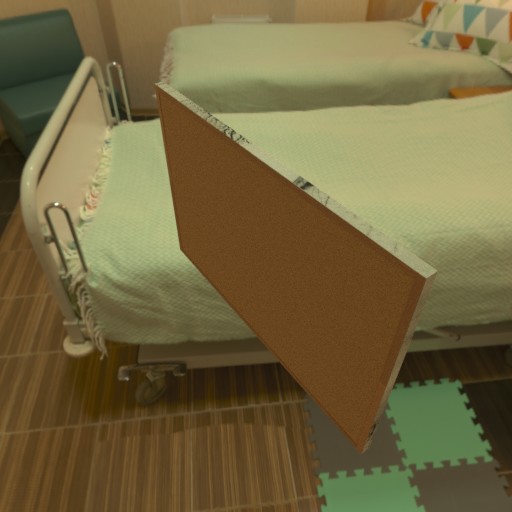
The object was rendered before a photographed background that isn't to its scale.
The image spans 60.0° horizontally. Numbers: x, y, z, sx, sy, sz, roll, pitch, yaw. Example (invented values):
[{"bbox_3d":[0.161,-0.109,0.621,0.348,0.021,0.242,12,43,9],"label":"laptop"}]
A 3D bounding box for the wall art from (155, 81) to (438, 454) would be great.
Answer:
[{"bbox_3d":[0.000,0.000,1.432,0.035,0.758,1.141,-26,49,-25],"label":"wall art"}]
